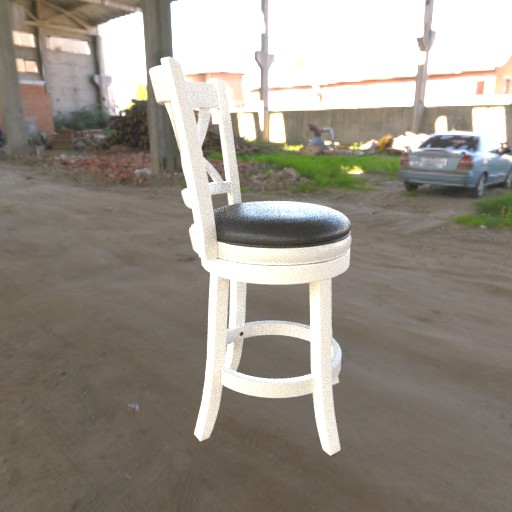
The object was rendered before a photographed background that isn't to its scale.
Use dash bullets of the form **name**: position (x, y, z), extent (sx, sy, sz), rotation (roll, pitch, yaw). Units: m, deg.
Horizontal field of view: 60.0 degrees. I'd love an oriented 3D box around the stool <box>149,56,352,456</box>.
- **stool**: position (0.000, 0.000, 1.218), extent (0.508, 0.953, 0.444), rotation (3, 16, 9)
